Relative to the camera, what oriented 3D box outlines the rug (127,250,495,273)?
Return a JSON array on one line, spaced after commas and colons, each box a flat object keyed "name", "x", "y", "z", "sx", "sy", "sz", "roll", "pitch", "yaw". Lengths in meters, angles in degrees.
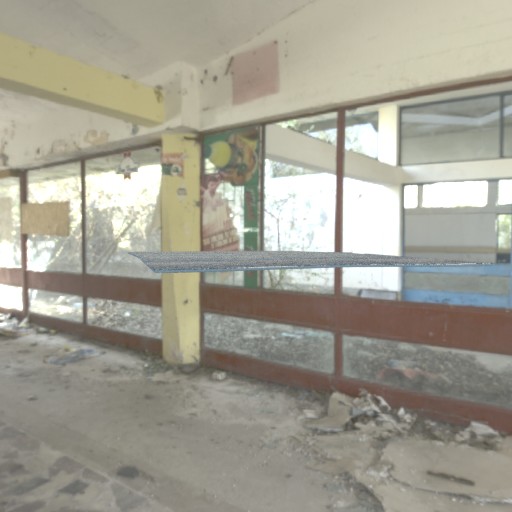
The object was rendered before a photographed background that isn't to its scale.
[{"name": "rug", "x": 0.000, "y": 0.000, "z": 2.170, "sx": 1.145, "sy": 0.021, "sz": 1.777, "roll": -1, "pitch": 2, "yaw": -18}]
